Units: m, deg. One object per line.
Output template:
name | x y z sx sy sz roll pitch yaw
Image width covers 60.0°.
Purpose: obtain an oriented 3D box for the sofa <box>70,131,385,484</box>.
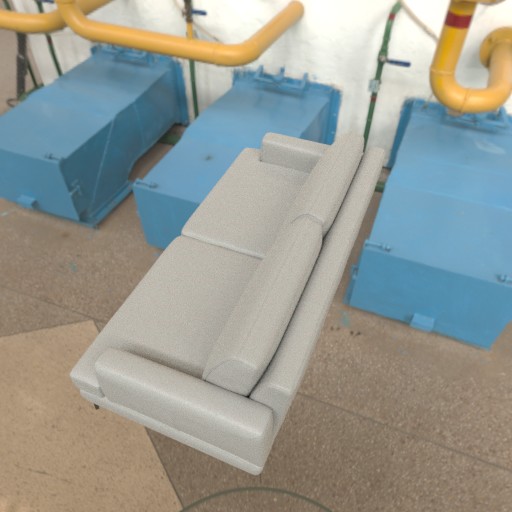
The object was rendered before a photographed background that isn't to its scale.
sofa | 0.000 0.000 2.388 0.974 0.765 1.940 17 49 15
